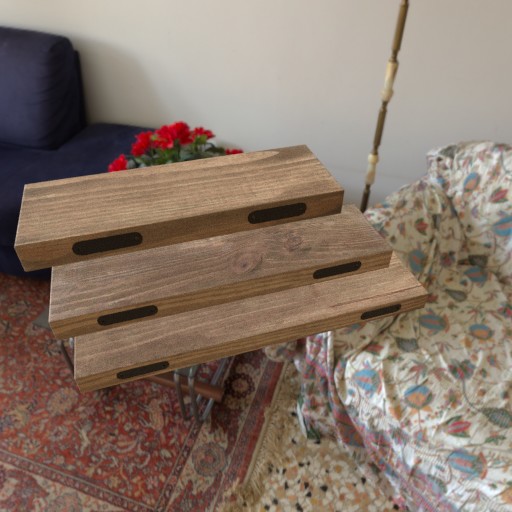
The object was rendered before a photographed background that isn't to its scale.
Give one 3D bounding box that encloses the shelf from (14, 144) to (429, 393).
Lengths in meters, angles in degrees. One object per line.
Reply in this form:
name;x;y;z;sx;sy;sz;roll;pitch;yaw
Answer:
shelf;0.000;0.000;0.710;0.610;0.293;0.140;-11;42;-13
